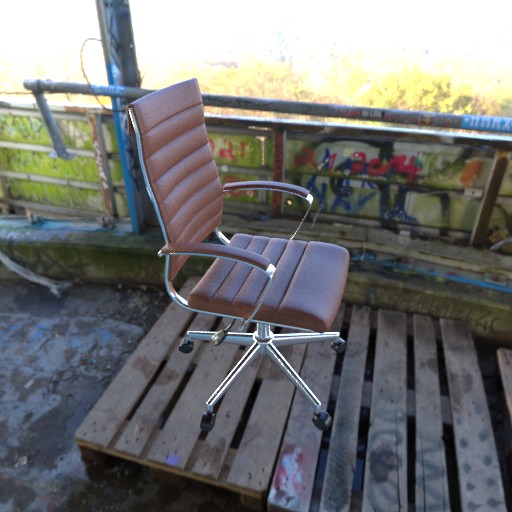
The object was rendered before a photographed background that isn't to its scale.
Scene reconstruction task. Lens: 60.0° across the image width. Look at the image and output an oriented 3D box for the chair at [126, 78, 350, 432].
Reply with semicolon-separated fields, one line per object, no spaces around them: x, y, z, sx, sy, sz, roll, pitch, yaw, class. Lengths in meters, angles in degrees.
0.000;0.000;1.654;0.739;1.149;0.766;10;33;15;chair
